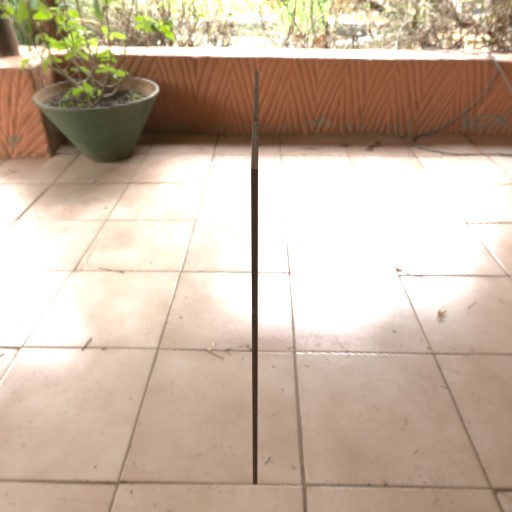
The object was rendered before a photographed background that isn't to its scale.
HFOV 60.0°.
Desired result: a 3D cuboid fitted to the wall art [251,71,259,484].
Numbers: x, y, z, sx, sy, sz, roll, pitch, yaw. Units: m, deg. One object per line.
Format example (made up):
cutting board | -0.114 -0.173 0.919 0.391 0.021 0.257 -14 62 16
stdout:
wall art | 0.000 0.000 1.367 0.013 0.914 0.915 0 32 0
